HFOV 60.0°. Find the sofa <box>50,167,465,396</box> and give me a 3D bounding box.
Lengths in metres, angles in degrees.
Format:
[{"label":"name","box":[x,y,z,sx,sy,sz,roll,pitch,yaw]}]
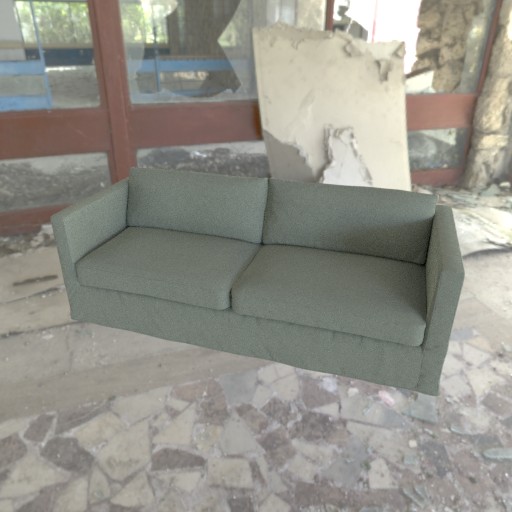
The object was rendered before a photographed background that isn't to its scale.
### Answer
[{"label":"sofa","box":[0.000,0.000,2.808,2.312,0.853,0.962,8,28,16]}]
